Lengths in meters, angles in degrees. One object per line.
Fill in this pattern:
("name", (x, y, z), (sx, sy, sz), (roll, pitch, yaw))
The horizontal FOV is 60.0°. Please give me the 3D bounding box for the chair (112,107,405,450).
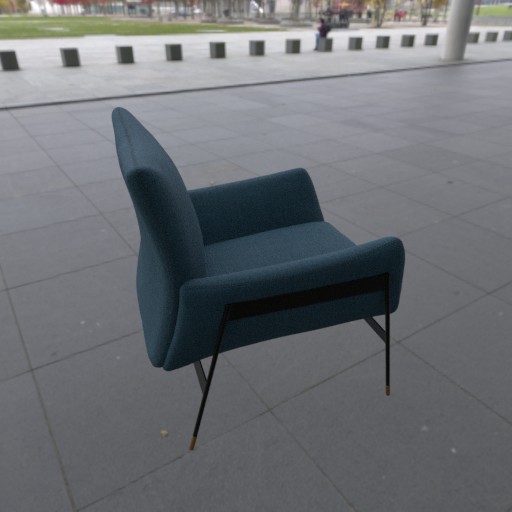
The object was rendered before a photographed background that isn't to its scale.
("chair", (0.000, 0.000, 1.436), (0.769, 0.859, 0.678), (-9, 30, -16))
